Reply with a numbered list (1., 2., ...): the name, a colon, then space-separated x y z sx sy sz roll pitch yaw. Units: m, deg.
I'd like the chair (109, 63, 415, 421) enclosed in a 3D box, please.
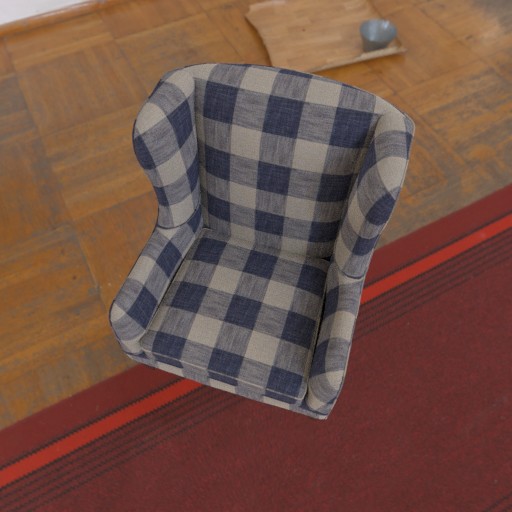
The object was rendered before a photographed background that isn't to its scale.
1. chair: 0.000 0.000 1.677 0.830 1.041 0.889 15 60 9
